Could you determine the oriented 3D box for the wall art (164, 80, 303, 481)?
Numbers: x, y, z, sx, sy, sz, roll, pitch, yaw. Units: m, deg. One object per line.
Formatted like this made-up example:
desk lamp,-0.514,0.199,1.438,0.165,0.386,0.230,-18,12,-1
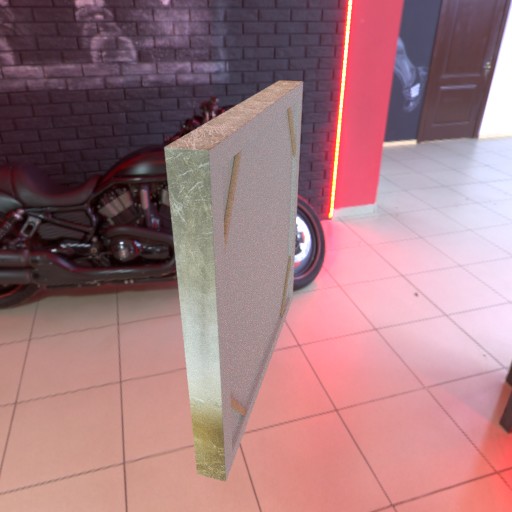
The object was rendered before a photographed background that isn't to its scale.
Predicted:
wall art,0.000,0.000,0.617,0.038,0.407,0.405,8,30,14
